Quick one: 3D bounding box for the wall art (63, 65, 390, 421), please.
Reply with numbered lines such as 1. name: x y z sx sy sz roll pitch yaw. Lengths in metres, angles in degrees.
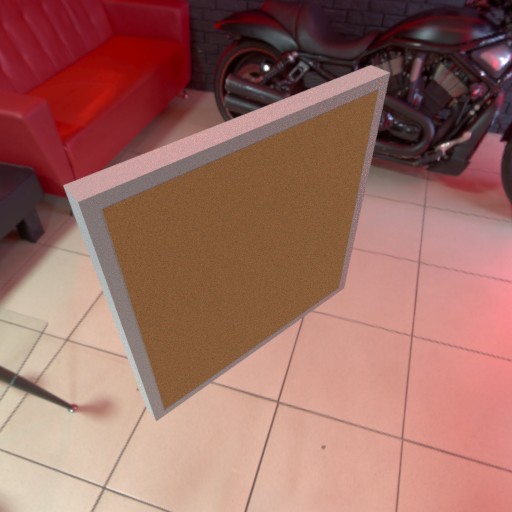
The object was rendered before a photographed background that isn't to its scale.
1. wall art: 0.000 0.000 0.758 0.506 0.506 0.038 -30 52 -27
